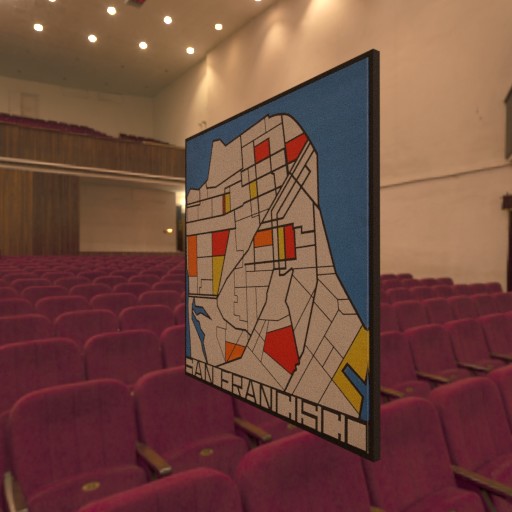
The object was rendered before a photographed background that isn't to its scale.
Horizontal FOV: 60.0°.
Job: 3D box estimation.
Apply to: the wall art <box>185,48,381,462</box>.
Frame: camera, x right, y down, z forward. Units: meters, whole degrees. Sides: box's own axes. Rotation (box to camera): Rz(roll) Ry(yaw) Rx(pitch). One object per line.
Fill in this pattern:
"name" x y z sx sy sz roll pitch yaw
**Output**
"wall art" 0.000 0.000 0.678 0.013 0.457 0.458 0 0 -36
